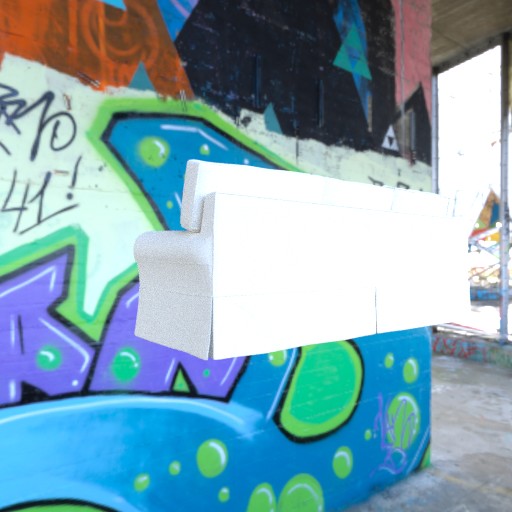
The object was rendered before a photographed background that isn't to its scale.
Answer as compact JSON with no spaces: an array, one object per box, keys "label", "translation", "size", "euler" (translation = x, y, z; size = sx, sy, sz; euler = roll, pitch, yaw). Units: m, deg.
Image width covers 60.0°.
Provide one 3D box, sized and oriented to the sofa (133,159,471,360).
[{"label":"sofa","translation":[0.000,0.000,3.957],"size":[2.597,1.070,2.591],"euler":[0,-1,-38]}]
